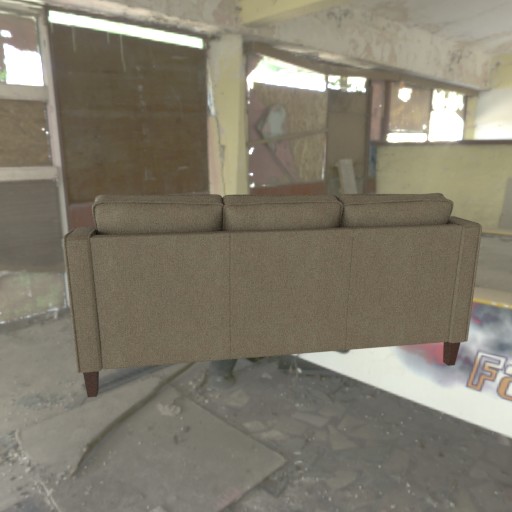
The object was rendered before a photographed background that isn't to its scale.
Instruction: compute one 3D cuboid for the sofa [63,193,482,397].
[{"bbox_3d":[0.000,0.000,3.314,2.317,1.081,1.858,-2,14,-10],"label":"sofa"}]
